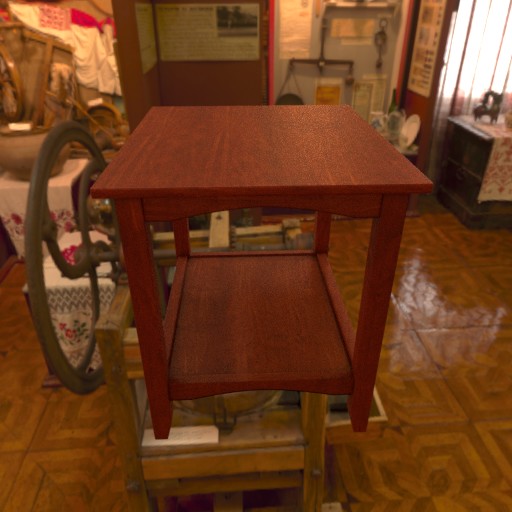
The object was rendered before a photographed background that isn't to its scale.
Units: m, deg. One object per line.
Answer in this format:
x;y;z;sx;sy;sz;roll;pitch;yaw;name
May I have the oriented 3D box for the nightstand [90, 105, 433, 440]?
0.000;0.000;1.023;0.501;0.558;0.558;-1;30;-2;nightstand
